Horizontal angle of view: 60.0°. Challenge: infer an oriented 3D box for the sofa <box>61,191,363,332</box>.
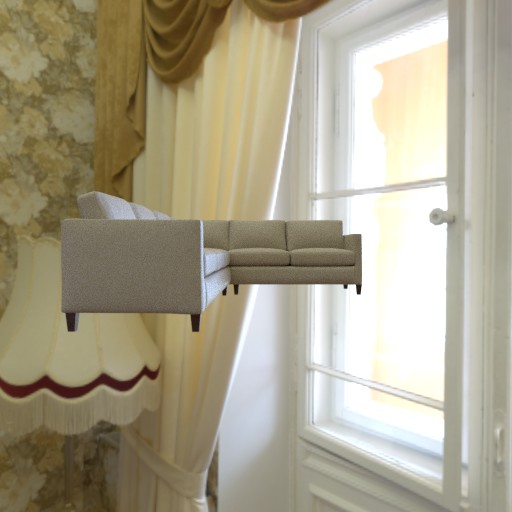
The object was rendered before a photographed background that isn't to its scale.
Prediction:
[{"bbox_3d":[0.000,0.000,4.442,2.522,0.934,3.333,0,1,1],"label":"sofa"}]
